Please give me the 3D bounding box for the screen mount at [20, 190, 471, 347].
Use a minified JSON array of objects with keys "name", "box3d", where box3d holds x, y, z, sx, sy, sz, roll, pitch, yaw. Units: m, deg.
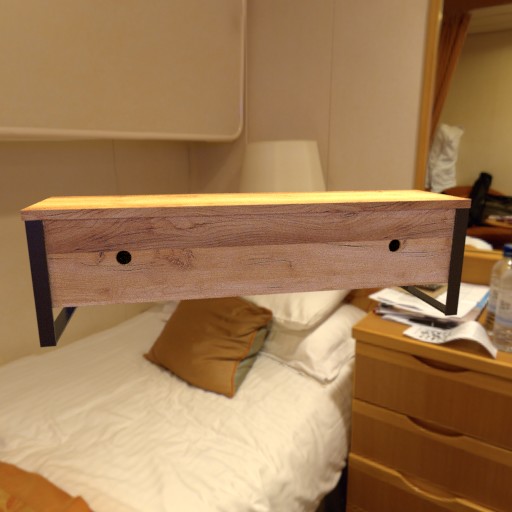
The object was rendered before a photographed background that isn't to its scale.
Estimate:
[{"name":"screen mount","box3d":[0.000,0.000,1.718,1.524,0.450,0.395,-3,14,-11]}]
